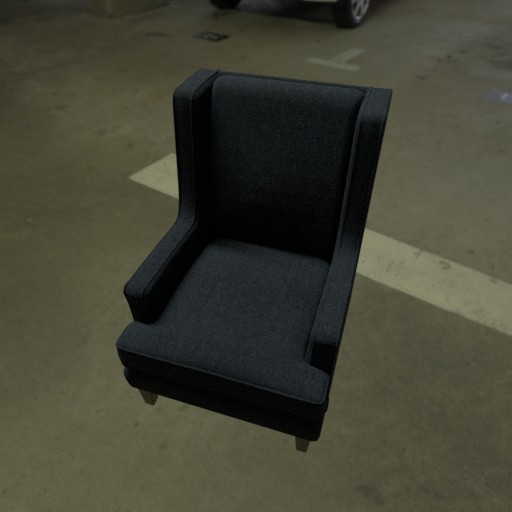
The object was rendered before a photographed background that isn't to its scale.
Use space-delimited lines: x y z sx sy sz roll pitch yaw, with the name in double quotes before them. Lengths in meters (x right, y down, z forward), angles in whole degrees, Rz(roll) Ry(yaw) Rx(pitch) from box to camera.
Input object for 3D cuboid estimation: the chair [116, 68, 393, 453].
"chair" 0.000 0.000 1.710 0.764 1.072 0.947 12 42 14
